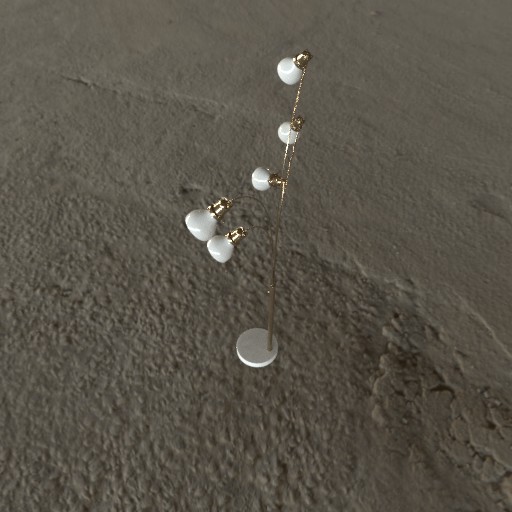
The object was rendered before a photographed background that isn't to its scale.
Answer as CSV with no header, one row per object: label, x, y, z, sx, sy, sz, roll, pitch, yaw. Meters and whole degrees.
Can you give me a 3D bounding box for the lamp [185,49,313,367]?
lamp,0.000,0.000,3.007,0.361,2.423,1.405,18,49,16
